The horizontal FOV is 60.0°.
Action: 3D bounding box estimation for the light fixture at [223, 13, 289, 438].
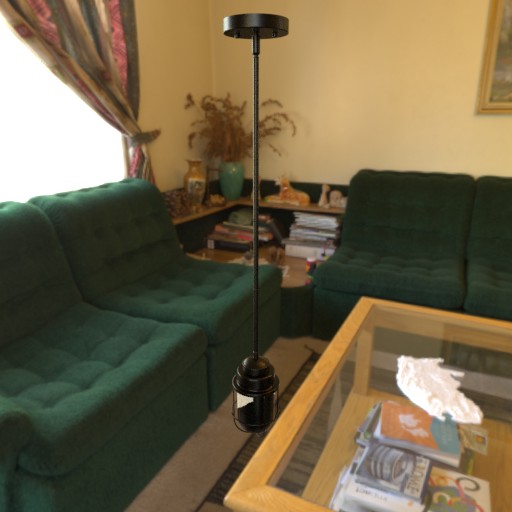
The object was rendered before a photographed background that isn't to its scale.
[{"bbox_3d":[0.000,0.000,0.964,0.123,0.920,0.123,3,18,8],"label":"light fixture"}]
